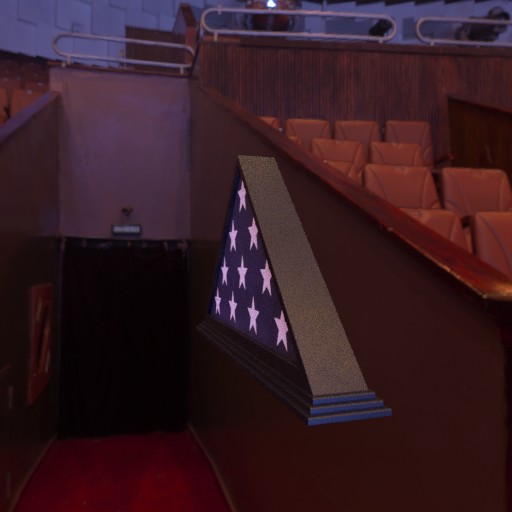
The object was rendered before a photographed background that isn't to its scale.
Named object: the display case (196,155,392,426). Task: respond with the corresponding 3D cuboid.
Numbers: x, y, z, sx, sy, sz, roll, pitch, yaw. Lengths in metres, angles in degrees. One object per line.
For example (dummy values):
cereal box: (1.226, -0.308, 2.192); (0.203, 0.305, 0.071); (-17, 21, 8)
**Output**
display case: (0.000, 0.000, 0.755); (0.095, 0.340, 0.640); (0, -1, -18)
